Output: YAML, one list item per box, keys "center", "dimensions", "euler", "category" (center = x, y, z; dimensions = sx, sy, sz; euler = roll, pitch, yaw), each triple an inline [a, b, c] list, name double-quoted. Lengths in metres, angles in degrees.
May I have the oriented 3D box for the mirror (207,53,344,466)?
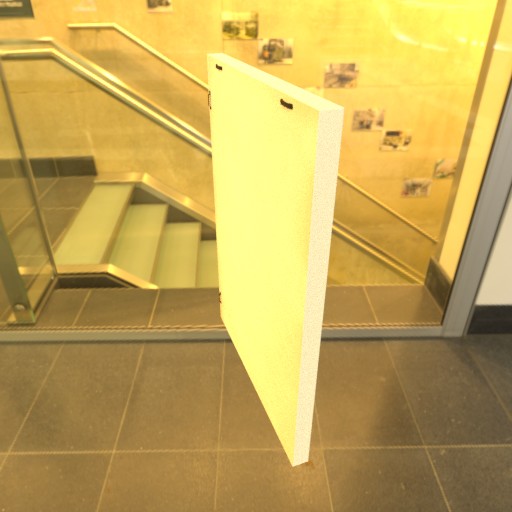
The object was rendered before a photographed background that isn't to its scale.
- center: [0.000, 0.000, 0.921]
  dimensions: [0.040, 0.710, 0.507]
  euler: [-11, 34, -17]
  category: "mirror"
